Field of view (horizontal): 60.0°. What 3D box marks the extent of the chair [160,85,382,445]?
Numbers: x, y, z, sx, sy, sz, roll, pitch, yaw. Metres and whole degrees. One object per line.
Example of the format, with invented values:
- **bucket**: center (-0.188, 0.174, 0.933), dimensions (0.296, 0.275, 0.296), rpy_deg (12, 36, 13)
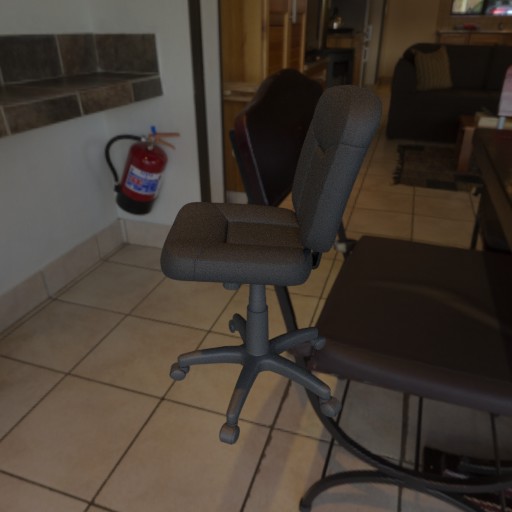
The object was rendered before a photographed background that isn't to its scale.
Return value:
- **chair**: center (0.000, 0.000, 1.363), dimensions (0.610, 0.972, 0.610), rpy_deg (0, 27, 0)
